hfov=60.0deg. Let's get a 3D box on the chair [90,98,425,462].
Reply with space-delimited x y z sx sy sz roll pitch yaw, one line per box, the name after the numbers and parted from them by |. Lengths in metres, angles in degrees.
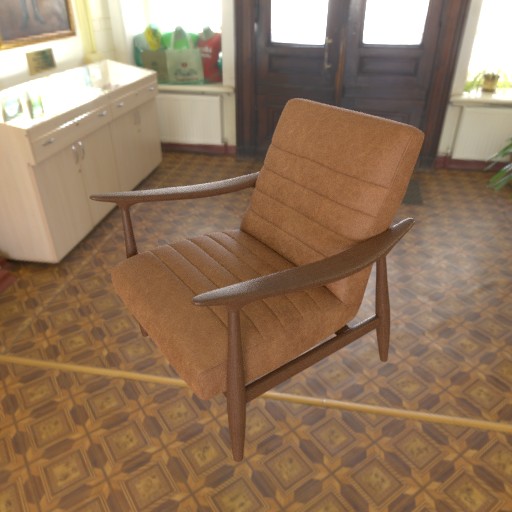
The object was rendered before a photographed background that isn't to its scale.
0.000 0.000 1.438 0.798 0.832 0.741 -20 36 -30 | chair
